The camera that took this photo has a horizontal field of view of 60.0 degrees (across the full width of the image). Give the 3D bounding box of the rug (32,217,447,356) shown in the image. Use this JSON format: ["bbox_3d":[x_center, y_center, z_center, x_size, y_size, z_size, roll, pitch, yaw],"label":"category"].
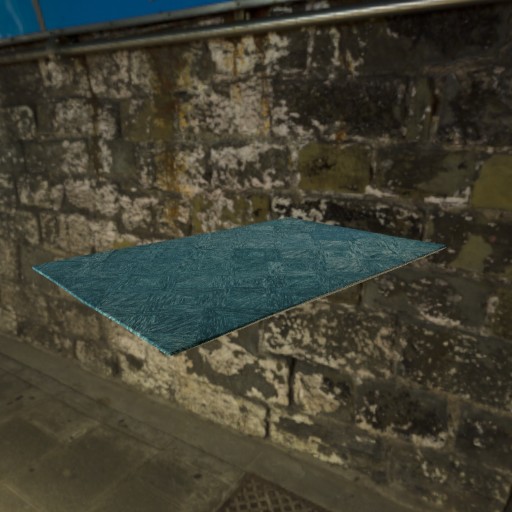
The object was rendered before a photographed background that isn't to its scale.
[{"bbox_3d":[0.000,0.000,2.164,1.728,0.017,1.136,-14,21,-42],"label":"rug"}]
